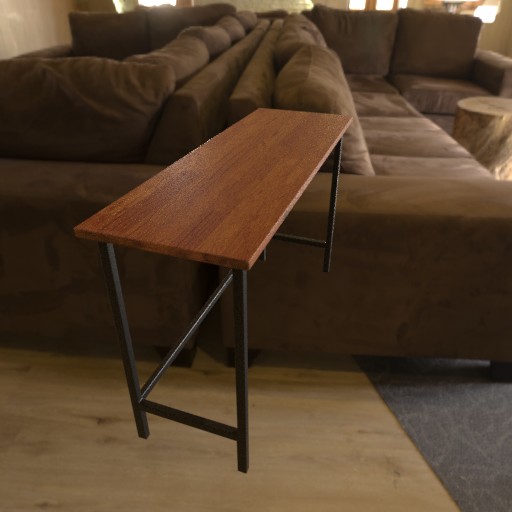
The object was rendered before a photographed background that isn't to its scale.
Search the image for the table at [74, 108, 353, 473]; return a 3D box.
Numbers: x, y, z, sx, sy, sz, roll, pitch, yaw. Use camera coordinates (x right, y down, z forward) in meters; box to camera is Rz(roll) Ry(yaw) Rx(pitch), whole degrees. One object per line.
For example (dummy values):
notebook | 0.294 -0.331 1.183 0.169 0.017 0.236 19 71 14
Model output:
table | 0.000 0.000 1.577 0.408 0.740 1.204 11 33 17
